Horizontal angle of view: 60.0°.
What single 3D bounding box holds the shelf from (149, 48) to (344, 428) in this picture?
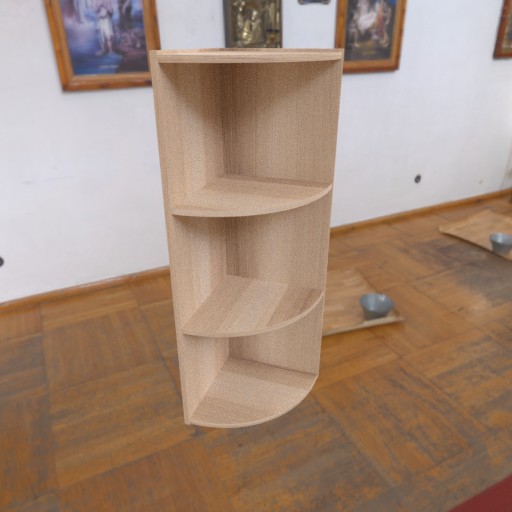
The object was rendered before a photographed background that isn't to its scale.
[{"bbox_3d":[0.000,0.000,1.033,0.290,0.872,0.290,8,27,17],"label":"shelf"}]
